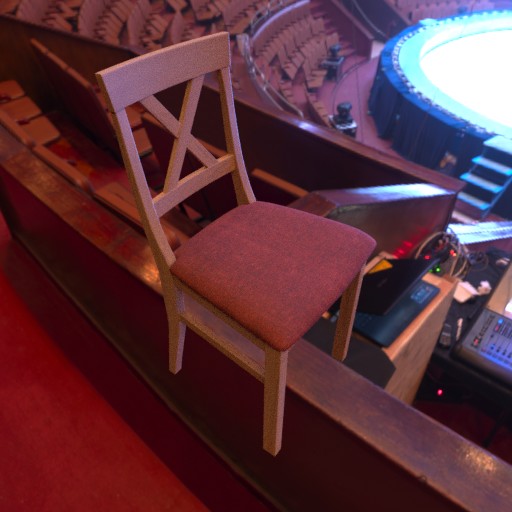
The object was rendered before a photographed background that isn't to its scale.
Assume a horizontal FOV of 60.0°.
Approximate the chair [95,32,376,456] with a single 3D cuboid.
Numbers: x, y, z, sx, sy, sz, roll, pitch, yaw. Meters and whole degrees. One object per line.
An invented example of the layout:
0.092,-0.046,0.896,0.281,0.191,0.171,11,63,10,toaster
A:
0.000,0.000,1.122,0.492,0.912,0.439,25,46,27,chair
